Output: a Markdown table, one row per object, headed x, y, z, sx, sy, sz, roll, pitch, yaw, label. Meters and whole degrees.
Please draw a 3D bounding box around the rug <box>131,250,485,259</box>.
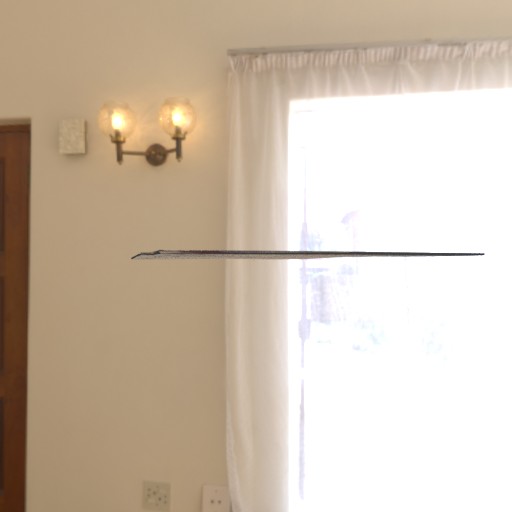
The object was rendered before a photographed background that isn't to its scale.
| x | y | z | sx | sy | sz | roll | pitch | yaw | label |
| --- | --- | --- | --- | --- | --- | --- | --- | --- | --- |
| 0.000 | 0.000 | 2.264 | 1.159 | 0.025 | 1.793 | 0 | -1 | -18 | rug |
